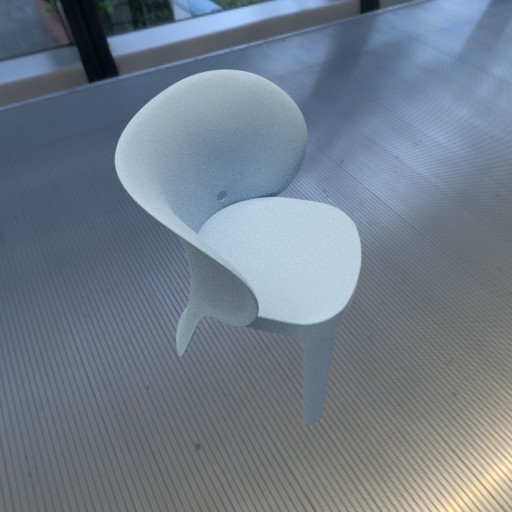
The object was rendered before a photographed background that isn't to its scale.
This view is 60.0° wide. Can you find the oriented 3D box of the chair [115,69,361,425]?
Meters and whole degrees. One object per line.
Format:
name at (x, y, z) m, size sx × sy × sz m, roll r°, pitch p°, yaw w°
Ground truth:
chair at (0.000, 0.000, 0.868) m, size 0.402 × 0.554 × 0.451 m, roll 10°, pitch 48°, yaw 10°
